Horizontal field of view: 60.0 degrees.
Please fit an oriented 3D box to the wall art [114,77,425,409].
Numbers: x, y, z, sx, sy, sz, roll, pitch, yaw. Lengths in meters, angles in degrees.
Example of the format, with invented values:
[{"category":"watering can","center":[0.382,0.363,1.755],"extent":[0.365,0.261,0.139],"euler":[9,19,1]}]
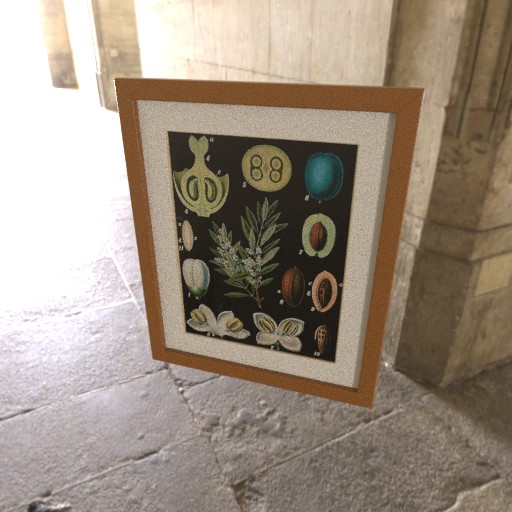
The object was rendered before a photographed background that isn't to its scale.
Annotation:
[{"category":"wall art","center":[0.000,0.000,0.749],"extent":[0.449,0.550,0.021],"euler":[8,29,16]}]
